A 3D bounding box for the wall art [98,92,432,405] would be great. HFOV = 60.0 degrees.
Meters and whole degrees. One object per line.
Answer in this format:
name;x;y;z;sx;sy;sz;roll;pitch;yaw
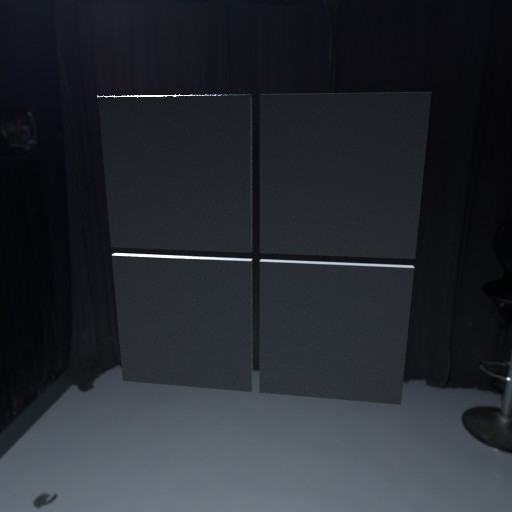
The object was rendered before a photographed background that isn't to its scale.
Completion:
wall art;0.000;0.000;1.632;1.118;1.118;0.029;2;15;8
